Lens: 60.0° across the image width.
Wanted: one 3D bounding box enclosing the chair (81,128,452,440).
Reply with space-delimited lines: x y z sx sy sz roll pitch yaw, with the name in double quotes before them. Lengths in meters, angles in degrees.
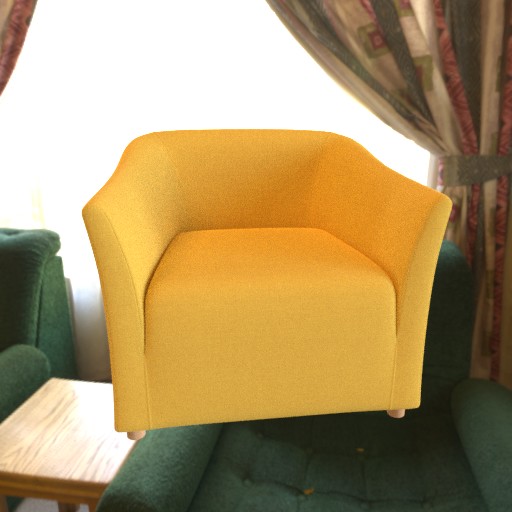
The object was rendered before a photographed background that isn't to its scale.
"chair" 0.000 0.000 1.303 0.790 0.720 0.700 -2 16 -7
